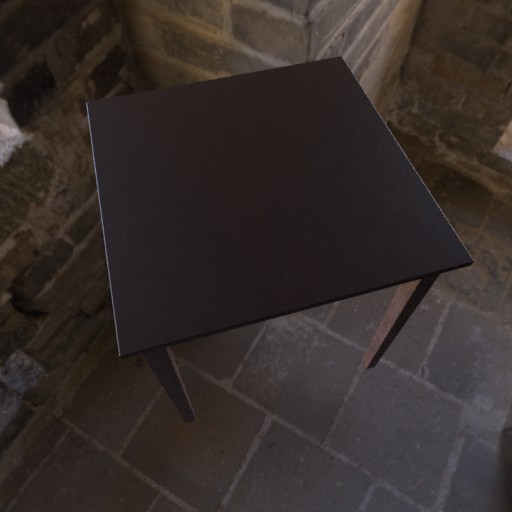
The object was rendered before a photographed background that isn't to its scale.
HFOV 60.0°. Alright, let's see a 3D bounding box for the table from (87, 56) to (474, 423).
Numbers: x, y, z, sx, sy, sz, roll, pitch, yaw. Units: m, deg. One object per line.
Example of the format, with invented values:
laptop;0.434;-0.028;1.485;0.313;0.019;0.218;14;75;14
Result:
table;0.000;0.000;1.402;0.749;0.770;0.749;-14;59;-9
